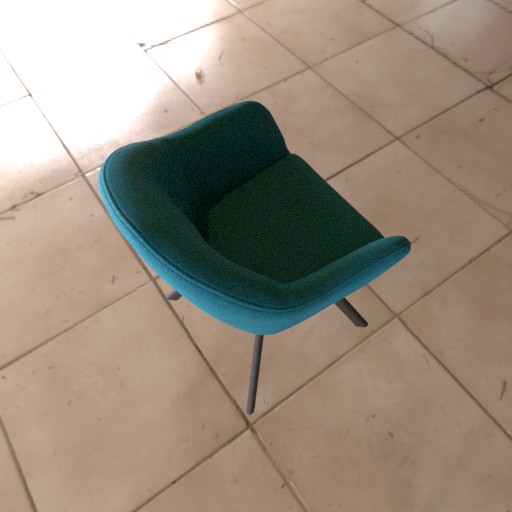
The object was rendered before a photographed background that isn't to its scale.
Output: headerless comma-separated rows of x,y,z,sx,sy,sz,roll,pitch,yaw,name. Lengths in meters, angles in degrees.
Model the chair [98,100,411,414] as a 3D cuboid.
0.000,0.000,1.126,0.565,0.775,0.545,-32,64,-18,chair
